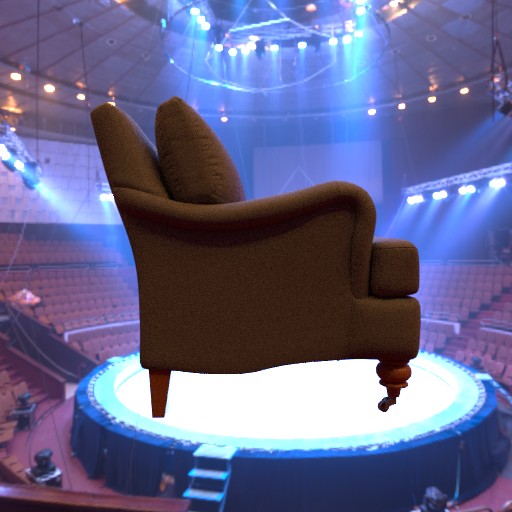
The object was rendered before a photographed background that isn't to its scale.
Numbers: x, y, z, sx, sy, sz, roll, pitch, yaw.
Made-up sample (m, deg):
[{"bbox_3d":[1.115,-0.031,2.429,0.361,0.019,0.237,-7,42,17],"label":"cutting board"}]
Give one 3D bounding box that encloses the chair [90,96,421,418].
[{"bbox_3d":[0.000,0.000,1.825,1.070,1.038,0.955,0,-1,-1],"label":"chair"}]
